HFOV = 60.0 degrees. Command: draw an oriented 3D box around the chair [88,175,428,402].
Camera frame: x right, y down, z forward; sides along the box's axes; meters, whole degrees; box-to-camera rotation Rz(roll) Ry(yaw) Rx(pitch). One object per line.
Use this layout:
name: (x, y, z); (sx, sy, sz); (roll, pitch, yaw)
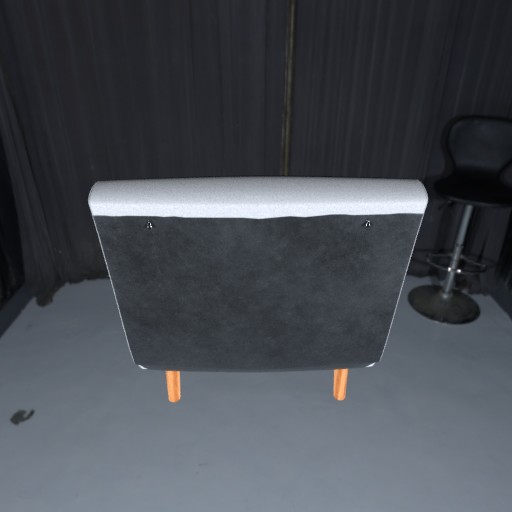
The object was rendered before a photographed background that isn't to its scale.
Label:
chair: (0.000, 0.000, 1.539); (0.770, 0.808, 0.902); (0, 29, -1)
